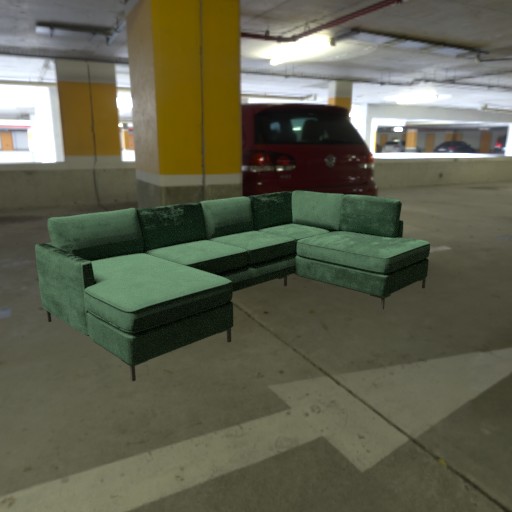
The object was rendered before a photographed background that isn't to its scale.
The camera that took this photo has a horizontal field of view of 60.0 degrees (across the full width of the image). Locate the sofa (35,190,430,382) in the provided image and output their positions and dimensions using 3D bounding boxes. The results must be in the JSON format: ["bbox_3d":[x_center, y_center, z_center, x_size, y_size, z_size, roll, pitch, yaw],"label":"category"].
[{"bbox_3d":[0.000,0.000,4.374,2.055,0.992,3.434,13,19,43],"label":"sofa"}]
